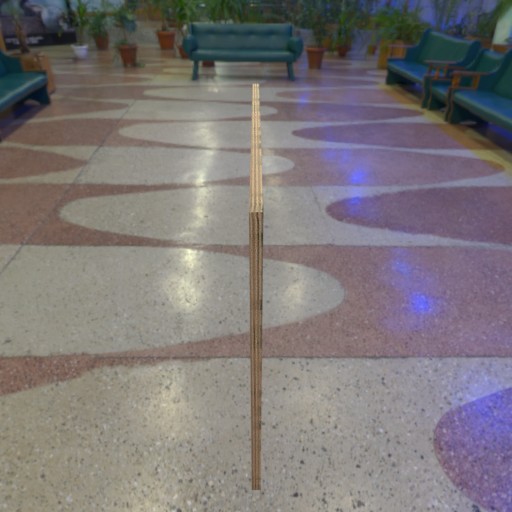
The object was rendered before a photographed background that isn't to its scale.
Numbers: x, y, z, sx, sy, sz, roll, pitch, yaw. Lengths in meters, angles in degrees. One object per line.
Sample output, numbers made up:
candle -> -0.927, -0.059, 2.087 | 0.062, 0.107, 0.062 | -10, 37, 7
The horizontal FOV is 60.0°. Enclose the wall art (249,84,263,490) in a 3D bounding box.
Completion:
wall art -> 0.000, 0.000, 0.688 | 0.012, 0.408, 0.508 | 0, 32, 0
